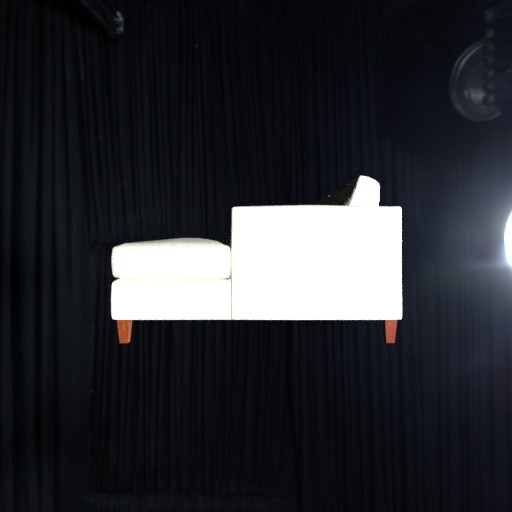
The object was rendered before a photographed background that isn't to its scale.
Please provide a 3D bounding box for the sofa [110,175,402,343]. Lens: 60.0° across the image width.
[{"bbox_3d":[0.000,0.000,4.108,1.603,0.954,3.471,0,0,0],"label":"sofa"}]
